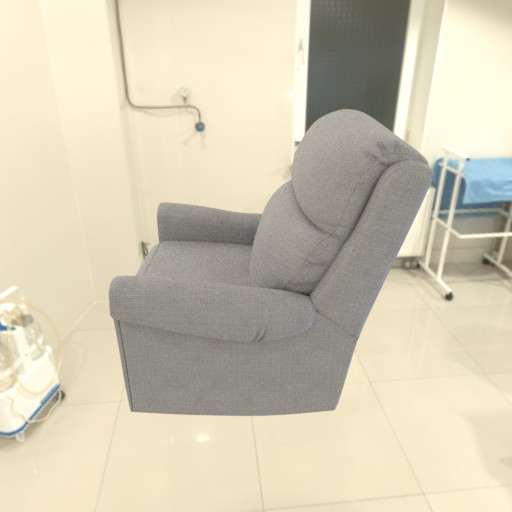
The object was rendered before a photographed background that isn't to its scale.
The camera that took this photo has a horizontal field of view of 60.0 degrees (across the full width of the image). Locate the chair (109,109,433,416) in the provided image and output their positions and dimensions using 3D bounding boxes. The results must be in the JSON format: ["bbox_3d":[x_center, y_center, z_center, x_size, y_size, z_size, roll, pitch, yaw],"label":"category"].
[{"bbox_3d":[0.000,0.000,1.756,1.014,1.054,0.838,0,26,1],"label":"chair"}]
